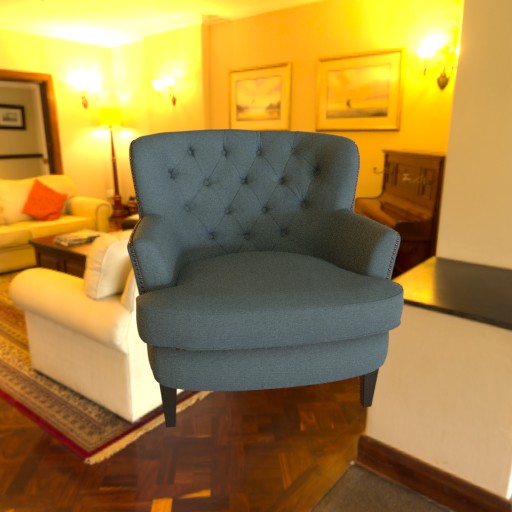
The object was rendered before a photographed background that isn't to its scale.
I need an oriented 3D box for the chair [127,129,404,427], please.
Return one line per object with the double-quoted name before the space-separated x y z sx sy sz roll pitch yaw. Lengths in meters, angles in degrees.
"chair" 0.000 0.000 1.554 0.848 0.868 0.906 -3 15 -9
